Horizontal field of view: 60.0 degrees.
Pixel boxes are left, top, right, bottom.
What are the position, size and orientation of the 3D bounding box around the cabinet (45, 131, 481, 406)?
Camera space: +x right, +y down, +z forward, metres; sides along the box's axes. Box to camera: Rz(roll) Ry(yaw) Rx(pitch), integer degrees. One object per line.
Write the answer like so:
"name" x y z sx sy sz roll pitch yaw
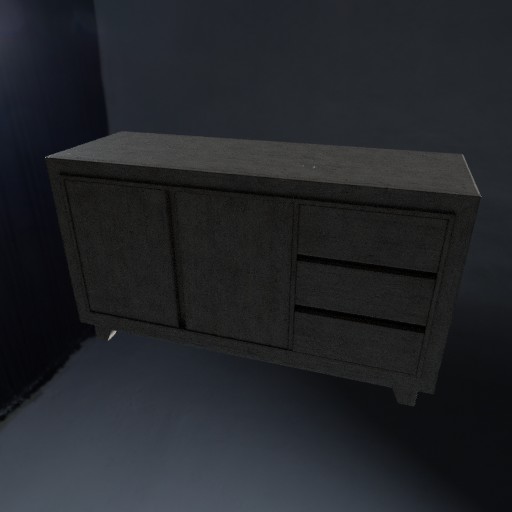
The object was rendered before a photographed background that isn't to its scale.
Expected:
"cabinet" 0.000 0.000 1.818 1.460 0.825 0.511 8 28 15
